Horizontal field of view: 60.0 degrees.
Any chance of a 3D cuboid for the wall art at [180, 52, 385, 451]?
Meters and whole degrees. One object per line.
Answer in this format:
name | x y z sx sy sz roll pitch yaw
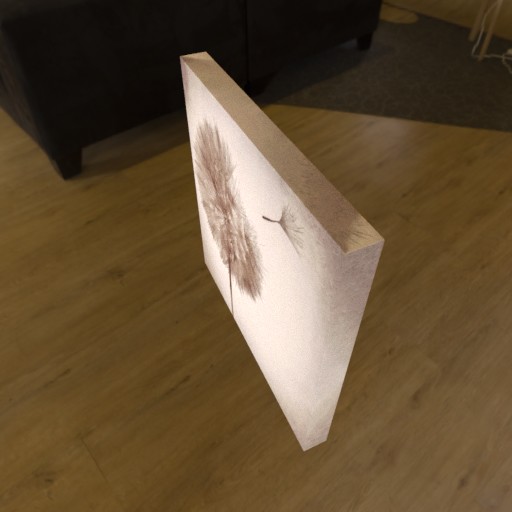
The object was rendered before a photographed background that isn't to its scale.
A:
wall art | 0.000 0.000 0.462 0.028 0.303 0.303 -18 49 -17
